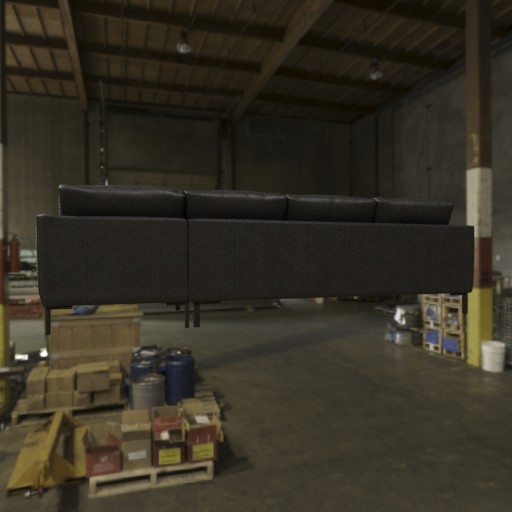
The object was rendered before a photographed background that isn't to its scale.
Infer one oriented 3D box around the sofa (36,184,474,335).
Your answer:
[{"bbox_3d":[0.000,0.000,3.545,2.993,0.859,1.471,0,0,-18],"label":"sofa"}]
